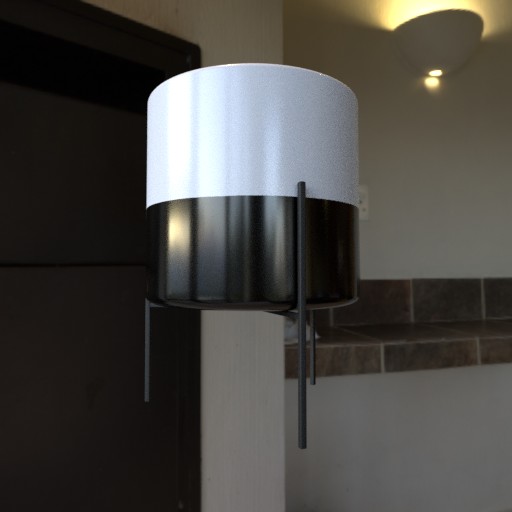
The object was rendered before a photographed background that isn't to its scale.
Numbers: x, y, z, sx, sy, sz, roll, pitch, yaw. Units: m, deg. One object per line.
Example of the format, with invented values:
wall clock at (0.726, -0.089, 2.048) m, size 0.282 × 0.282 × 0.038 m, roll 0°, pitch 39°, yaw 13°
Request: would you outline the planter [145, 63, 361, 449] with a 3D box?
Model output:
planter at (0.000, 0.000, 0.643) m, size 0.310 × 0.432 × 0.310 m, roll 1°, pitch -2°, yaw -35°
